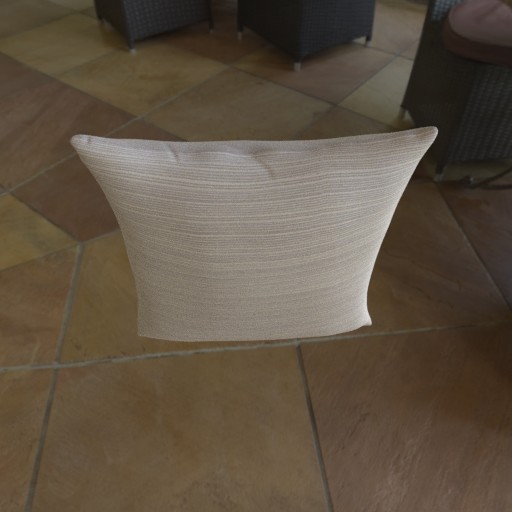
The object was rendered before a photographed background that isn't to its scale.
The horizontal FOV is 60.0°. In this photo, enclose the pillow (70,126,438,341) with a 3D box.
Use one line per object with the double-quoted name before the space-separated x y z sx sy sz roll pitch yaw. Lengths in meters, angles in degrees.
"pillow" 0.000 0.000 0.787 0.512 0.497 0.204 -2 48 -2
